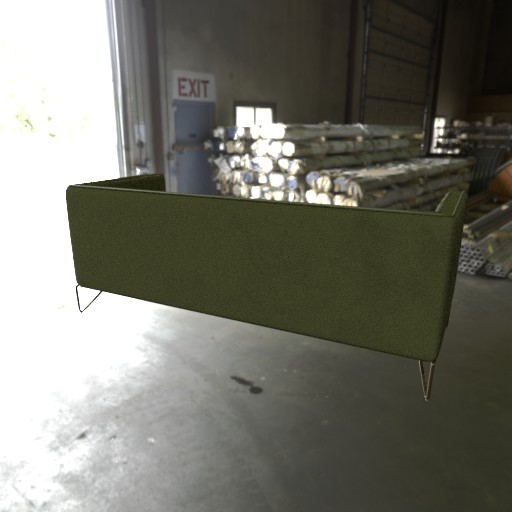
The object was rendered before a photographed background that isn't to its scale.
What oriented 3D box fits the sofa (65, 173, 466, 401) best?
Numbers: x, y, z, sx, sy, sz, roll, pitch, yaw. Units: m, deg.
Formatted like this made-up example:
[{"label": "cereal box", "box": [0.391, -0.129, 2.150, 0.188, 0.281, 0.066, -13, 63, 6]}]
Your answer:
[{"label": "sofa", "box": [0.000, 0.000, 2.533, 2.087, 0.789, 0.867, 8, 18, 26]}]
